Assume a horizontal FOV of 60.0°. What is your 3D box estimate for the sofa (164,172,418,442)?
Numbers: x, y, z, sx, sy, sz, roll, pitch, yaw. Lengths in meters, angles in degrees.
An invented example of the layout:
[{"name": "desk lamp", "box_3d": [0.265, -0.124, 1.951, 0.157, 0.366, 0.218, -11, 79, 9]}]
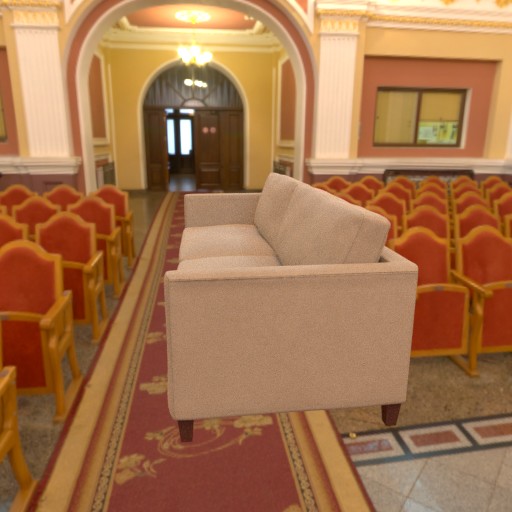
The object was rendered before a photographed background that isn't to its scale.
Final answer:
[{"name": "sofa", "box_3d": [0.000, 0.000, 2.793, 0.988, 0.912, 2.404, -2, 15, -7]}]
